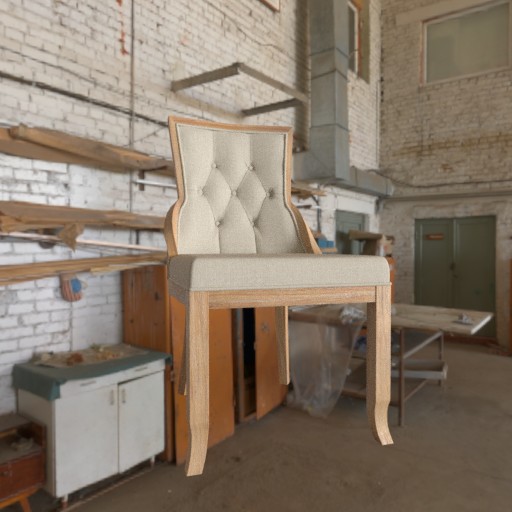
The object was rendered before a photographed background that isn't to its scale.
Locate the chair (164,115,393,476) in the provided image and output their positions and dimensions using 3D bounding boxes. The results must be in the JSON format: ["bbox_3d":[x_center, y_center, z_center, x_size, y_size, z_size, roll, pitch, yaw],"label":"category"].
[{"bbox_3d":[0.000,0.000,1.336,0.524,0.947,0.641,0,1,-18],"label":"chair"}]
